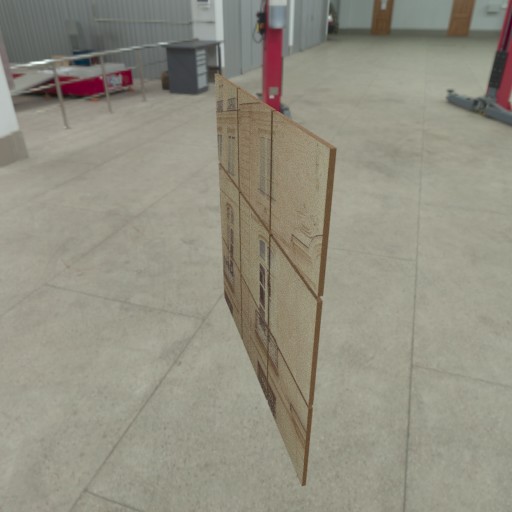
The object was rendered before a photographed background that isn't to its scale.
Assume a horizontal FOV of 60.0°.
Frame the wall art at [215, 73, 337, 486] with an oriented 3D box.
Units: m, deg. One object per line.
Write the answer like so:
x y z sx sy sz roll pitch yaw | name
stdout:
0.000 0.000 1.338 0.018 0.913 0.915 -8 31 -14 | wall art
